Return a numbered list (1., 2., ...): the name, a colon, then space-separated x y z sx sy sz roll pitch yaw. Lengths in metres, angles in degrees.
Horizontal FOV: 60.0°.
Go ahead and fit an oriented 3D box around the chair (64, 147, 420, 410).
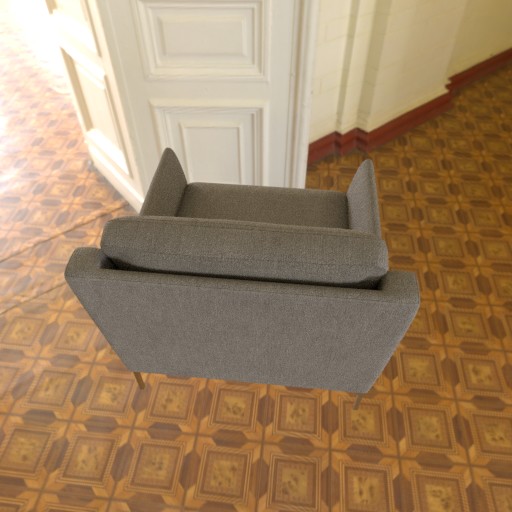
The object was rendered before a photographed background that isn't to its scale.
1. chair: 0.000 0.000 1.525 0.847 0.828 0.849 4 47 4
